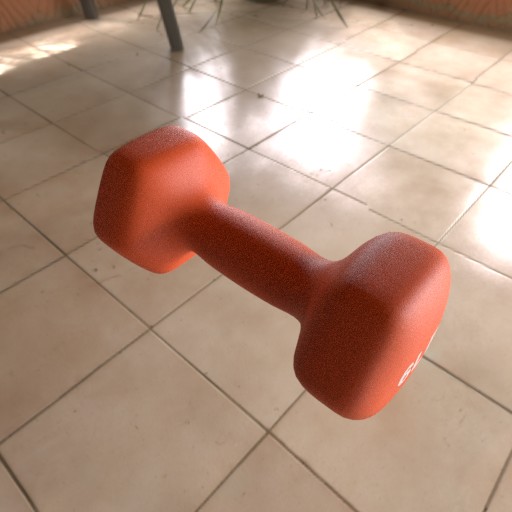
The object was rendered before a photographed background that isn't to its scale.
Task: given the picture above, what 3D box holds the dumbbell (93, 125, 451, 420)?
[{"bbox_3d":[0.000,0.000,0.203,0.162,0.071,0.079,31,53,28],"label":"dumbbell"}]
